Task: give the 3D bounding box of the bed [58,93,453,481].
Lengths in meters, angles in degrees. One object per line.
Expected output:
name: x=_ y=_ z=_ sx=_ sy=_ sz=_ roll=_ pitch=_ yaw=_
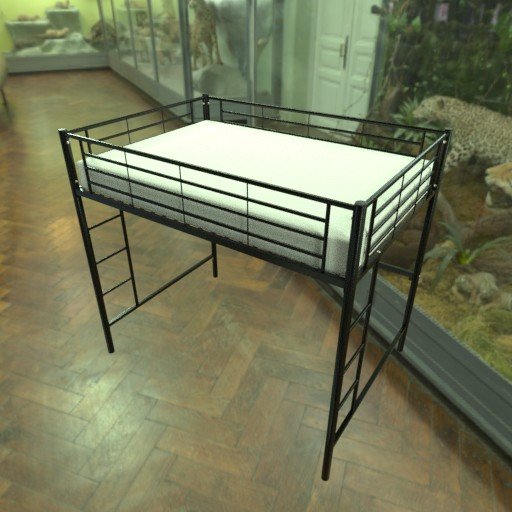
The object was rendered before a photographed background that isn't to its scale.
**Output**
bed: x=0.000 y=0.000 z=3.164 sx=1.994 sy=1.803 sz=1.397 roll=19 pitch=36 yaw=29
